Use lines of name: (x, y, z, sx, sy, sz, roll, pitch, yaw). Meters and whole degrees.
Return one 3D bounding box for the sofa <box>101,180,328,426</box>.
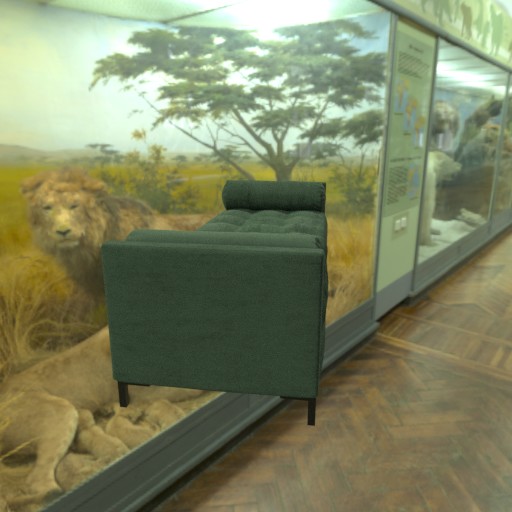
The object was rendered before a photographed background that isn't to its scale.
sofa: (0.000, 0.000, 2.550, 0.817, 0.681, 2.130, 2, 16, 8)
